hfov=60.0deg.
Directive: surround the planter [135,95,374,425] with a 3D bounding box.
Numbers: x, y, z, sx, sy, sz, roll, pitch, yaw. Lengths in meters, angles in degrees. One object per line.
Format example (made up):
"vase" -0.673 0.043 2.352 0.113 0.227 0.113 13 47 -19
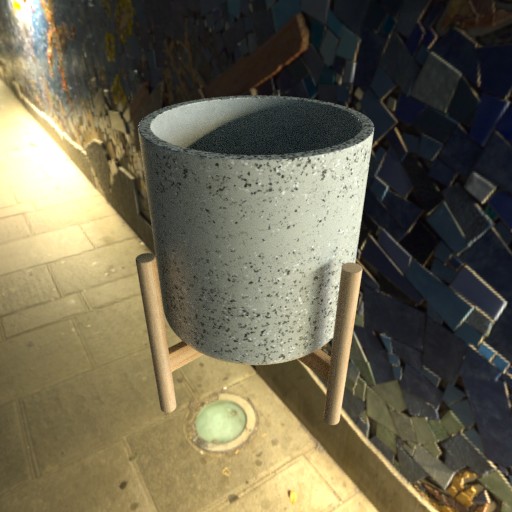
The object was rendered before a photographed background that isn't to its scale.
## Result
"planter" 0.000 0.000 0.693 0.360 0.419 0.360 -9 33 -15
